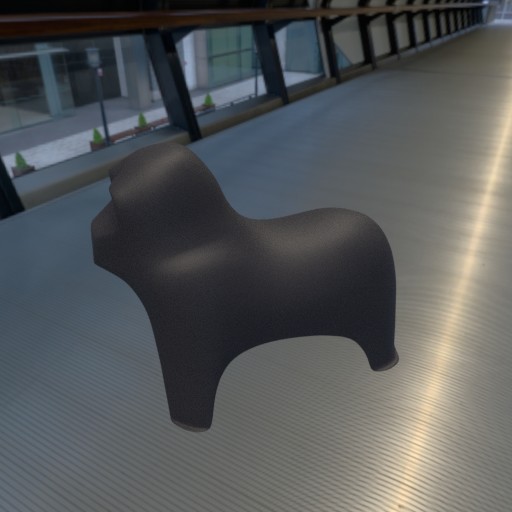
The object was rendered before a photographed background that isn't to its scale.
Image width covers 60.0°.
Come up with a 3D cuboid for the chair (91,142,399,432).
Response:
[{"bbox_3d":[0.000,0.000,1.119,0.758,0.600,0.490,-9,32,-14],"label":"chair"}]
